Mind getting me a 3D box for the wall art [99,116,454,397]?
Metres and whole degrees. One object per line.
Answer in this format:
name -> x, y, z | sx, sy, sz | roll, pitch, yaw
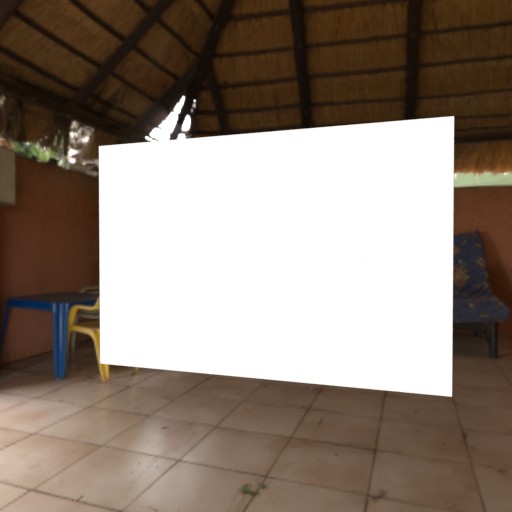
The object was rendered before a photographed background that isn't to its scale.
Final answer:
wall art -> 0.000, 0.000, 1.102 | 0.898, 0.601, 0.038 | 0, 1, 18
